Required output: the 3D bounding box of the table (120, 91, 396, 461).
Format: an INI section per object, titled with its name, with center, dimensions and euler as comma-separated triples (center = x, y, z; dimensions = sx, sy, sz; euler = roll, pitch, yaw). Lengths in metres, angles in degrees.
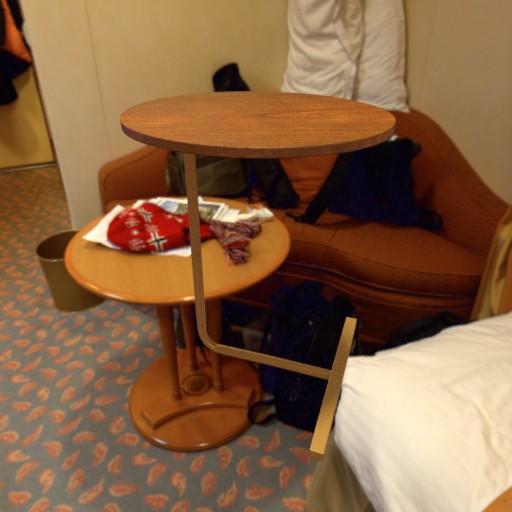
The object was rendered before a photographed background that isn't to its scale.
[table]
center = 0.000, 0.000, 1.123
dimensions = 0.577, 0.706, 0.530
euler = 10, 31, 17
